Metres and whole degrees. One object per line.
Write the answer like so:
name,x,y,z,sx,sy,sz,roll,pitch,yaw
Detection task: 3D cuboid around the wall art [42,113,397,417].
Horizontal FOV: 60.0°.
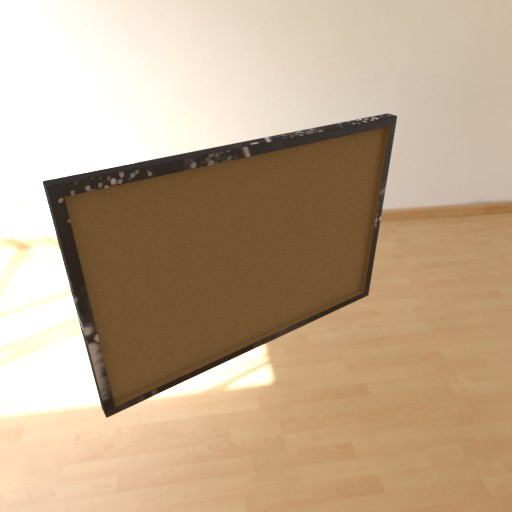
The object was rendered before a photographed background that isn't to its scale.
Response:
wall art,0.000,0.000,1.168,0.914,0.609,0.038,-19,36,-29
